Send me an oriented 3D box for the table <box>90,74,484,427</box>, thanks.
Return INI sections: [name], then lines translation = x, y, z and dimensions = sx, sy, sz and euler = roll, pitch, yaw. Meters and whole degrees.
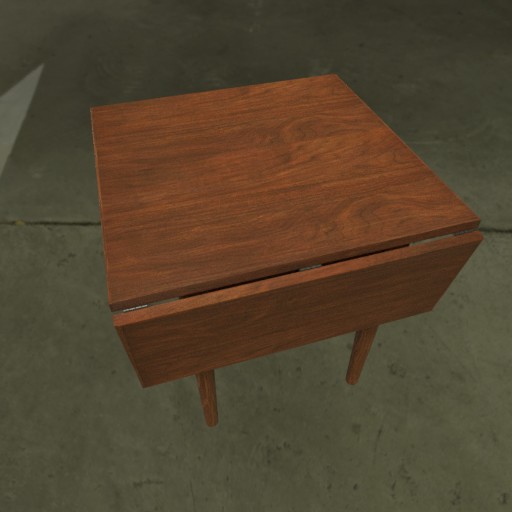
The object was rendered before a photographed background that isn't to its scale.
[table]
translation = 0.000, 0.000, 1.437
dimensions = 0.812, 0.763, 0.843
euler = -12, 47, -12
